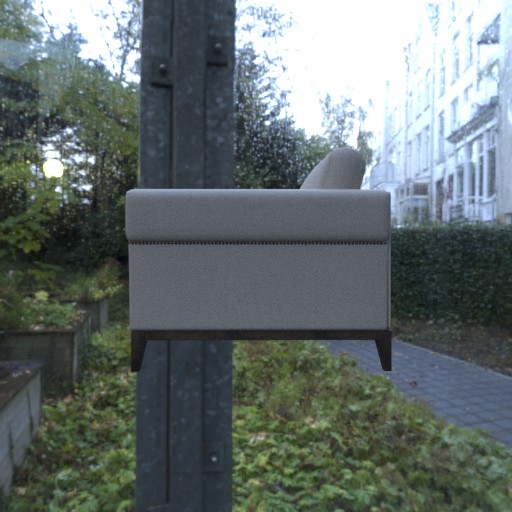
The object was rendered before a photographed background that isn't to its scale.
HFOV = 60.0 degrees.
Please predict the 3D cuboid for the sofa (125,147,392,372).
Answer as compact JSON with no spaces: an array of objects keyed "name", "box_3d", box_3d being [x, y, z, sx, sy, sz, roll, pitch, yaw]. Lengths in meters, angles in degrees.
[{"name":"sofa","box_3d":[0.000,0.000,2.679,0.959,0.838,2.210,0,0,-1]}]
